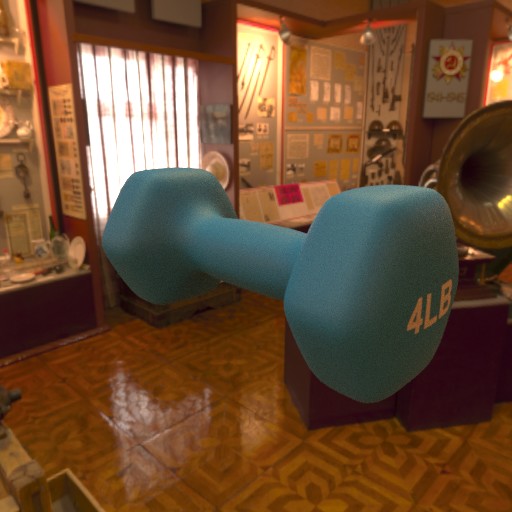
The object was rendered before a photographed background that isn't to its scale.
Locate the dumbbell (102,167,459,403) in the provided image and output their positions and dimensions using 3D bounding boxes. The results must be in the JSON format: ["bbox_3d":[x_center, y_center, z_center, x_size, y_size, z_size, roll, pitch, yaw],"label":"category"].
[{"bbox_3d":[0.000,0.000,0.185,0.074,0.066,0.152,-14,21,-42],"label":"dumbbell"}]
